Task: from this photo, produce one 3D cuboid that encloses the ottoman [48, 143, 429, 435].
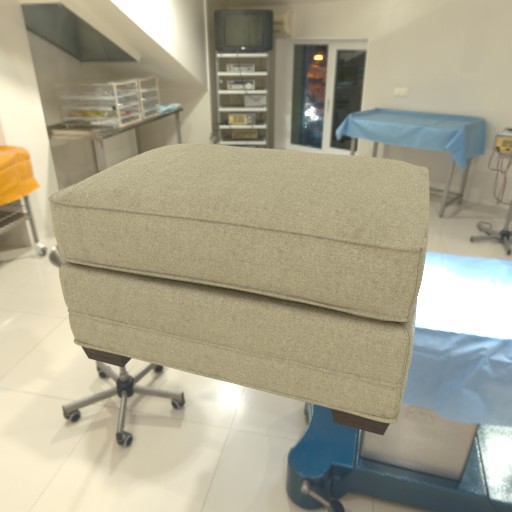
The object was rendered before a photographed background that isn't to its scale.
[{"bbox_3d":[0.000,0.000,1.207,0.848,0.508,0.611,9,28,17],"label":"ottoman"}]
